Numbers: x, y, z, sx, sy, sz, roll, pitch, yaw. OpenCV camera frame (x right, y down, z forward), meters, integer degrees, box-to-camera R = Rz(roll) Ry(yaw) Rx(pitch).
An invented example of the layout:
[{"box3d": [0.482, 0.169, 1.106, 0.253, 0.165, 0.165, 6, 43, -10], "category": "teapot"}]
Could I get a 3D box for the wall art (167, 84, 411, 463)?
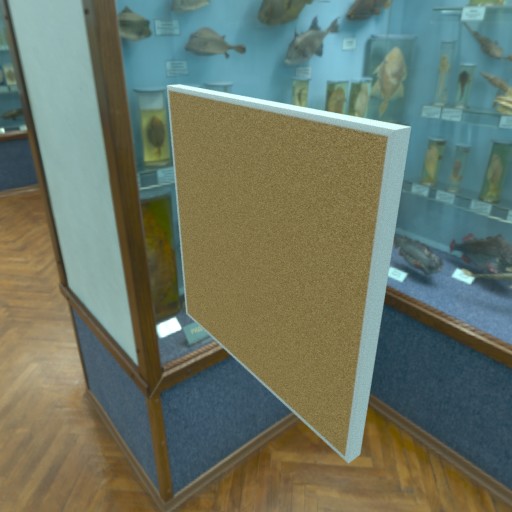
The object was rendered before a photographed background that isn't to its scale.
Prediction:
[{"box3d": [0.000, 0.000, 1.144, 0.041, 0.765, 0.768, -19, 33, -33], "category": "wall art"}]
